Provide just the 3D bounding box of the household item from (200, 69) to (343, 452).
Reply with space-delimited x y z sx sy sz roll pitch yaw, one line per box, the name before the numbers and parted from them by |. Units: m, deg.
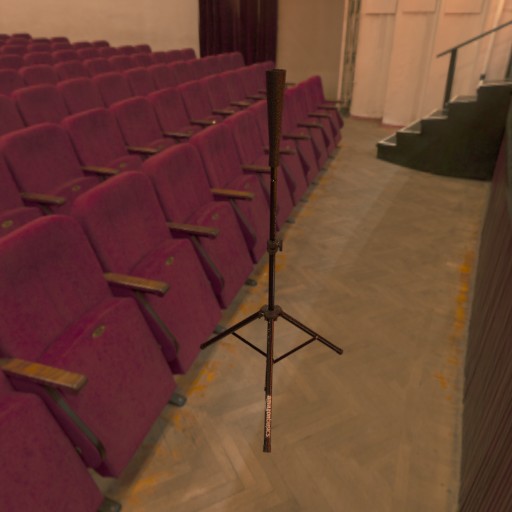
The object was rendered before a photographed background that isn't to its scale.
household item | 0.000 0.000 1.379 0.559 1.067 0.559 9 29 16
